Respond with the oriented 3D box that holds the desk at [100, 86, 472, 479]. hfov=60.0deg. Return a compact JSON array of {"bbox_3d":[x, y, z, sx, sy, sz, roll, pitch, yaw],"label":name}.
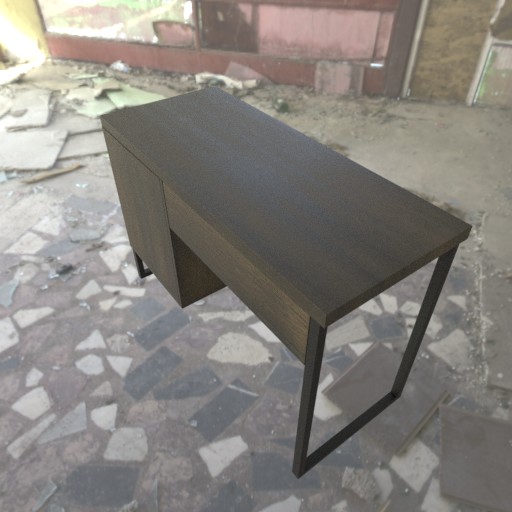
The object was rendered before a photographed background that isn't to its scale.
[{"bbox_3d":[0.000,0.000,1.543,0.511,0.752,1.134,-26,47,-27],"label":"desk"}]
